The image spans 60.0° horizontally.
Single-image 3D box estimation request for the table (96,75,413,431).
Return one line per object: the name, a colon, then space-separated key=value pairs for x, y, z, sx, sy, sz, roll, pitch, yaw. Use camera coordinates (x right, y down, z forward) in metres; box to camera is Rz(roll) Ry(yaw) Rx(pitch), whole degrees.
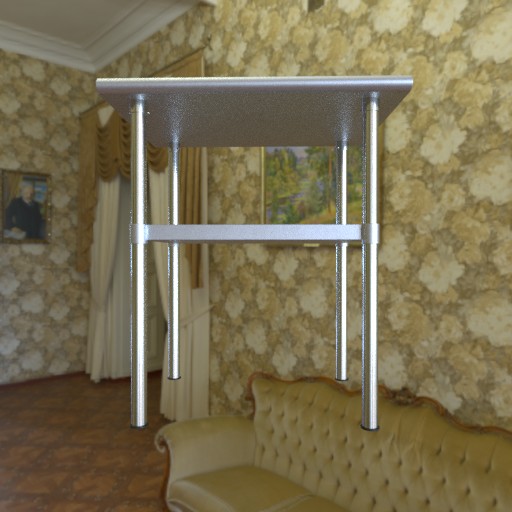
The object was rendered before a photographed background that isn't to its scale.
table: x=0.000 y=0.000 z=1.357 sx=0.762 sy=0.876 sz=0.584 roll=0 pitch=0 yaw=1
